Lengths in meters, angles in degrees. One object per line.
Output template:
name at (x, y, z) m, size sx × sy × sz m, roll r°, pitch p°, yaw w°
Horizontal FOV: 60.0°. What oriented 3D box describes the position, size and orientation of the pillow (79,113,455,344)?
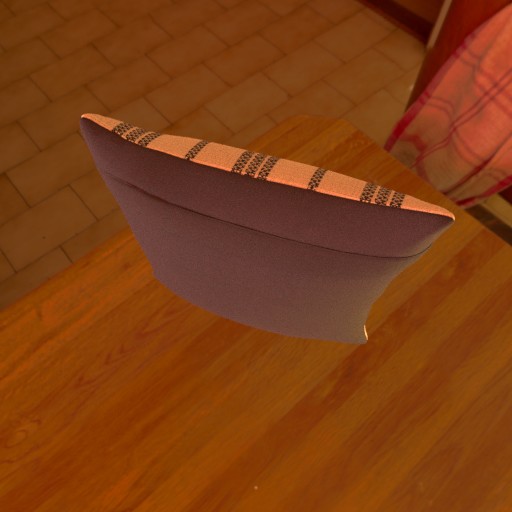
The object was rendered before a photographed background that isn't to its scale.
pillow at (0.000, 0.000, 0.626) m, size 0.405 × 0.406 × 0.173 m, roll 17°, pitch 64°, yaw 9°
